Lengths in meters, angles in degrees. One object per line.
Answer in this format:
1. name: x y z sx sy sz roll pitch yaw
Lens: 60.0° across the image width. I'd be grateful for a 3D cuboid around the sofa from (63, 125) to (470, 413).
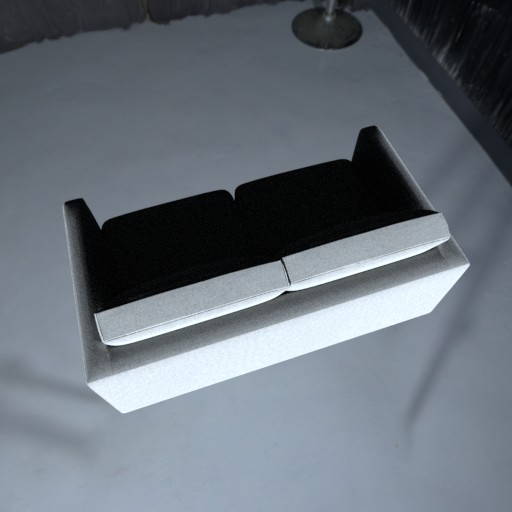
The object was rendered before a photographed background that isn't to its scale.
1. sofa: 0.000 0.000 2.338 1.731 0.900 1.000 -16 61 -9
